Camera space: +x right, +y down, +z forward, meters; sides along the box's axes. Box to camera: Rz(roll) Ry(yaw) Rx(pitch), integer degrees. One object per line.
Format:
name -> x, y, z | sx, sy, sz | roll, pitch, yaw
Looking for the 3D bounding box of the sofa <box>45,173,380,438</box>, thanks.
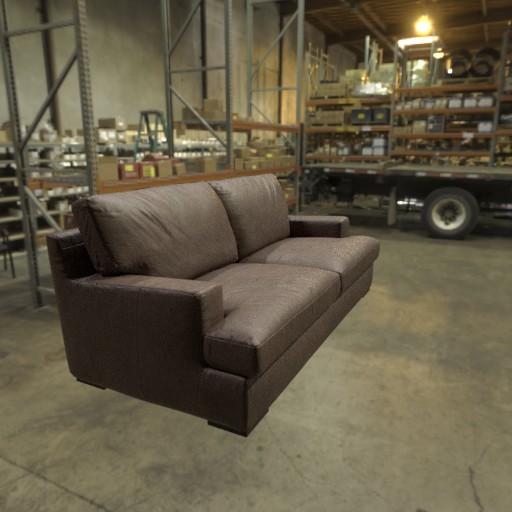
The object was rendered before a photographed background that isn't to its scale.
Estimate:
sofa -> 0.000, 0.000, 2.845 | 1.143, 0.941, 2.261 | 7, 16, 26
